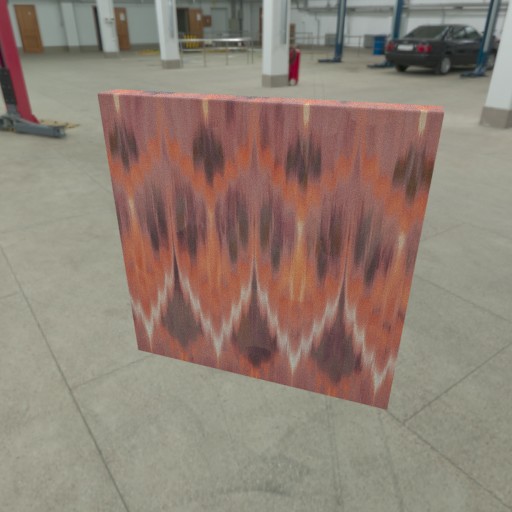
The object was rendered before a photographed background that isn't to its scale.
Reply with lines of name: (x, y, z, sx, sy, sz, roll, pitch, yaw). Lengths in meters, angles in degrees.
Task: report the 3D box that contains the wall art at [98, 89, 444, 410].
wall art: (0.000, 0.000, 0.603, 0.403, 0.406, 0.038, 9, 29, 16)
